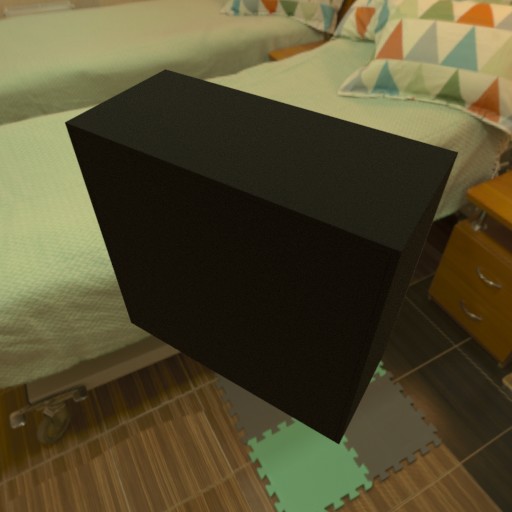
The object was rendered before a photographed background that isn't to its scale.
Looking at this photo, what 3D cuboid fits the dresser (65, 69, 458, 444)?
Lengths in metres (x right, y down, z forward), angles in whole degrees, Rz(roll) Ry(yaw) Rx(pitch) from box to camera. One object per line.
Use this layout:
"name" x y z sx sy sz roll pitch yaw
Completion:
"dresser" 0.000 0.000 1.177 0.750 0.720 0.360 24 50 22
